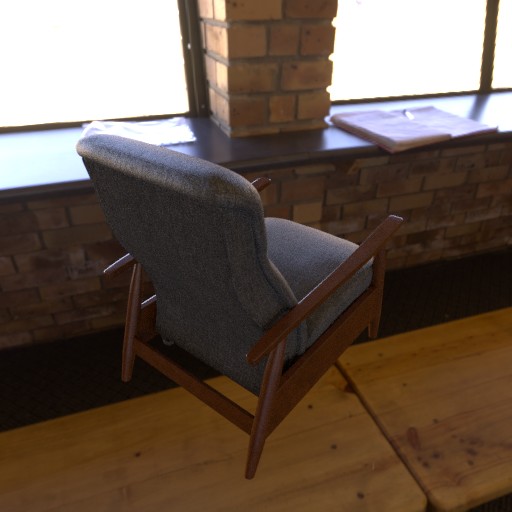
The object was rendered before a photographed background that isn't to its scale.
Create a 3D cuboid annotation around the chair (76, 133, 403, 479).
[{"bbox_3d":[0.000,0.000,1.763,0.762,1.082,1.030,23,38,33],"label":"chair"}]
